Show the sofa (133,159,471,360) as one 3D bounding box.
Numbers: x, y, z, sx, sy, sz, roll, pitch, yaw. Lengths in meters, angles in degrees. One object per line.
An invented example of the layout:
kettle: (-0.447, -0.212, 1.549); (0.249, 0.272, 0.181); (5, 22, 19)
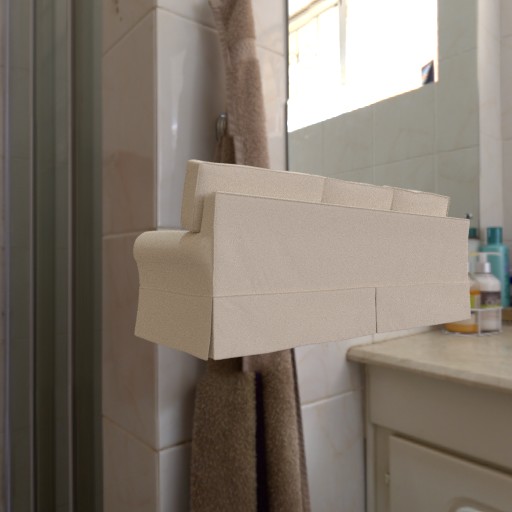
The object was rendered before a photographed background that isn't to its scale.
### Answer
sofa: (0.000, 0.000, 3.957); (2.597, 1.070, 2.591); (0, -1, -38)
